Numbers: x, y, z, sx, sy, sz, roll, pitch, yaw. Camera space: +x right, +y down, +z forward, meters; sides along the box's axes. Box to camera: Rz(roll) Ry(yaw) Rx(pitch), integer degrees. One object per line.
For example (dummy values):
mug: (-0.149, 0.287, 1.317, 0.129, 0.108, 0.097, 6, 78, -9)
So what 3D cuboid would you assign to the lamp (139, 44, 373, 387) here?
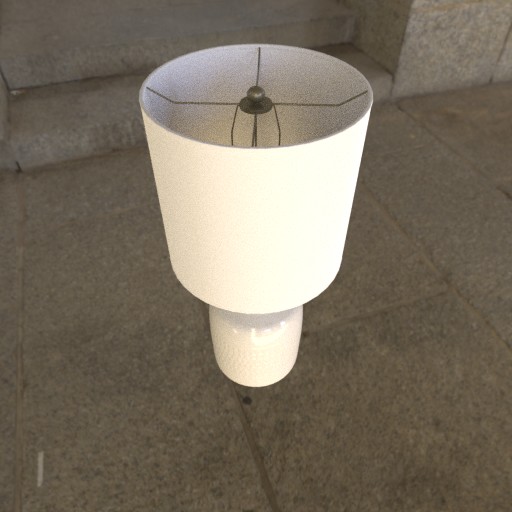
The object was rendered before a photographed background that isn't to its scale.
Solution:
lamp: (0.000, 0.000, 0.500, 0.188, 0.392, 0.188, 32, 53, 27)
